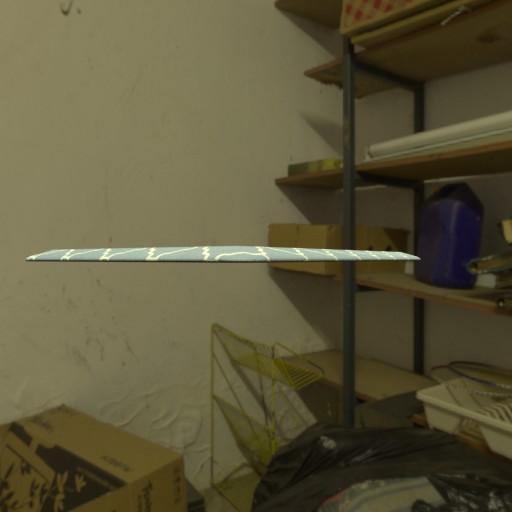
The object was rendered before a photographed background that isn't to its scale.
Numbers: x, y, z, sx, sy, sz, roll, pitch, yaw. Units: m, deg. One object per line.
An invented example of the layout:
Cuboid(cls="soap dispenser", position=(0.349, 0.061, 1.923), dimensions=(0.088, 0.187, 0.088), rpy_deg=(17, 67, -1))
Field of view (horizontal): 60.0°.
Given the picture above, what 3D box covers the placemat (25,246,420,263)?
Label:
Cuboid(cls="placemat", position=(0.000, 0.000, 0.956), dimensions=(0.508, 0.021, 0.762), rpy_deg=(0, 0, 35))
